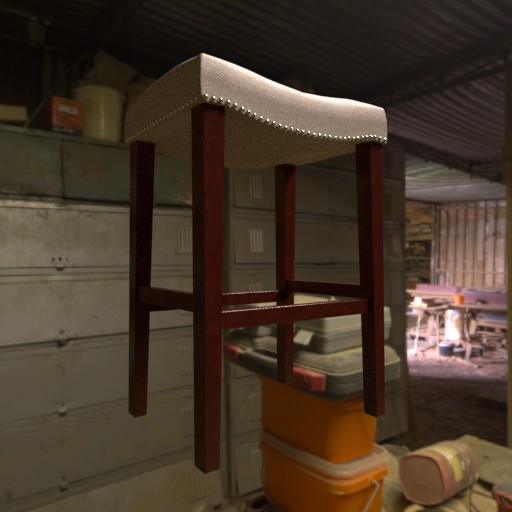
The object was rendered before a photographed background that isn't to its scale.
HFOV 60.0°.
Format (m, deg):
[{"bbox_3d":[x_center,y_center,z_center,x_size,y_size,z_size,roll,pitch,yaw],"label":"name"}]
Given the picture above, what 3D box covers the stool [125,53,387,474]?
[{"bbox_3d":[0.000,0.000,1.037,0.504,0.742,0.372,0,0,-36],"label":"stool"}]
